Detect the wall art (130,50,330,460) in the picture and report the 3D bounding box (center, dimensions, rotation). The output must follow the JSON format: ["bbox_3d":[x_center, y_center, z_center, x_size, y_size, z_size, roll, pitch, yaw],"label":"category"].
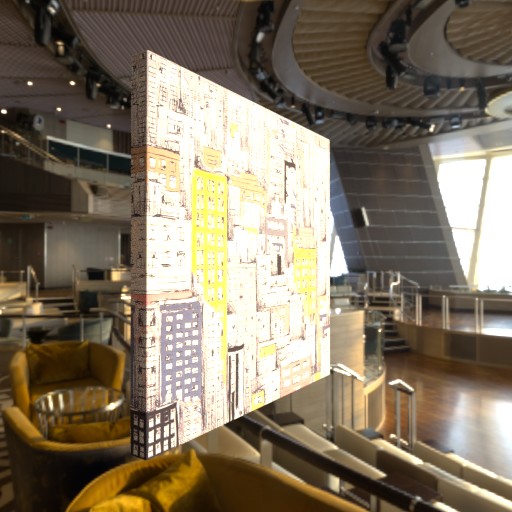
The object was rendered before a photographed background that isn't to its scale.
[{"bbox_3d":[0.000,0.000,0.909,0.038,0.608,0.607,0,-1,36],"label":"wall art"}]
